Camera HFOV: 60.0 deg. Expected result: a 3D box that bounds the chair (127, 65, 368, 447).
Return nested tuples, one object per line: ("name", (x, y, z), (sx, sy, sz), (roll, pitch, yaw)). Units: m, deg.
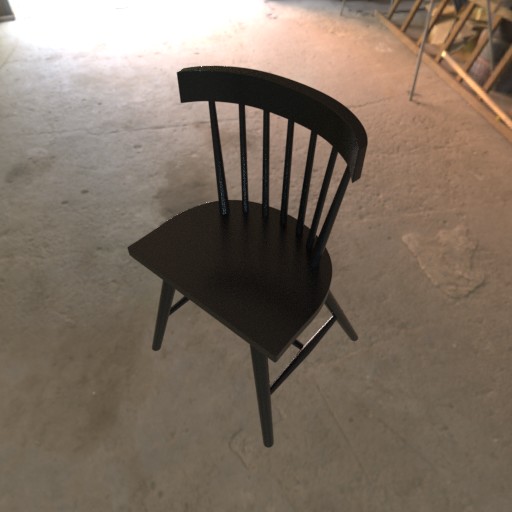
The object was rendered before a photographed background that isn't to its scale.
("chair", (0.000, 0.000, 1.164), (0.506, 0.844, 0.483), (32, 55, 26))
